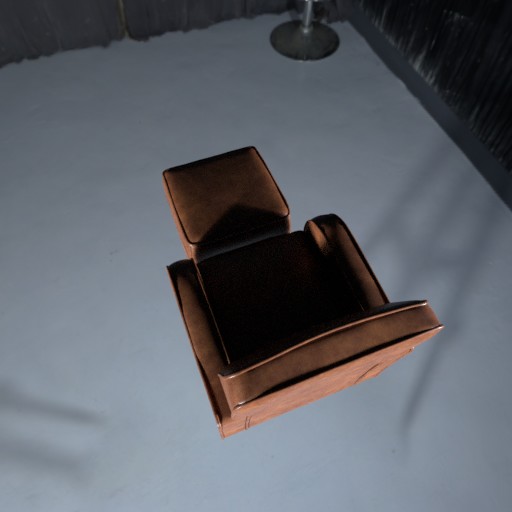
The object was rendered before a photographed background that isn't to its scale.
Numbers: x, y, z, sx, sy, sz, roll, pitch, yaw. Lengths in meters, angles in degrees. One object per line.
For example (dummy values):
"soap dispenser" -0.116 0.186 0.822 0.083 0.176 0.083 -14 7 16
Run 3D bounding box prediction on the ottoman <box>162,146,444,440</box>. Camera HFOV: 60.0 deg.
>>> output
"ottoman" 0.000 0.000 1.838 0.732 0.904 1.314 -18 60 -11
